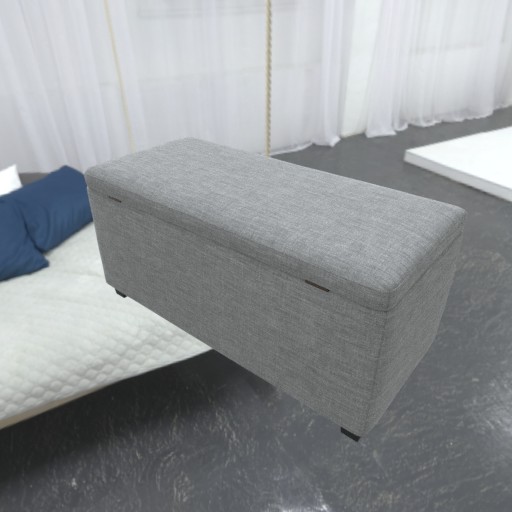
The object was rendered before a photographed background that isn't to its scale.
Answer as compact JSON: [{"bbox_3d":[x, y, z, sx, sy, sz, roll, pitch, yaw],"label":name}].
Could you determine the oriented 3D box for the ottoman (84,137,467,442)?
[{"bbox_3d":[0.000,0.000,1.169,0.902,0.432,0.419,23,38,33],"label":"ottoman"}]
